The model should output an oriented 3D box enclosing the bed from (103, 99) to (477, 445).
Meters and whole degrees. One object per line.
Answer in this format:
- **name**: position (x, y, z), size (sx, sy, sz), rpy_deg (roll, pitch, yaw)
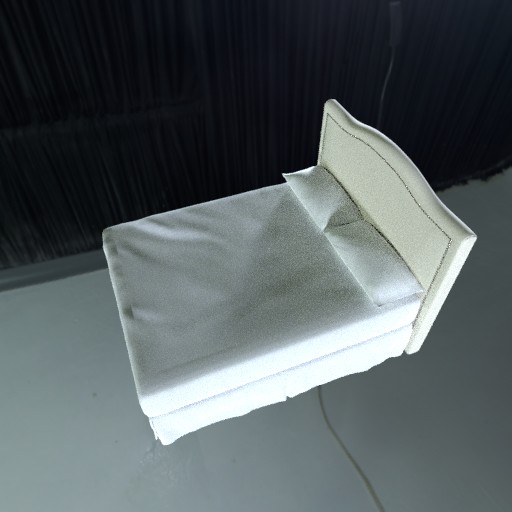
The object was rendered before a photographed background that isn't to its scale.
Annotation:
- **bed**: position (0.000, 0.000, 3.340), size (2.143, 1.460, 1.753), rpy_deg (-16, 49, -14)
